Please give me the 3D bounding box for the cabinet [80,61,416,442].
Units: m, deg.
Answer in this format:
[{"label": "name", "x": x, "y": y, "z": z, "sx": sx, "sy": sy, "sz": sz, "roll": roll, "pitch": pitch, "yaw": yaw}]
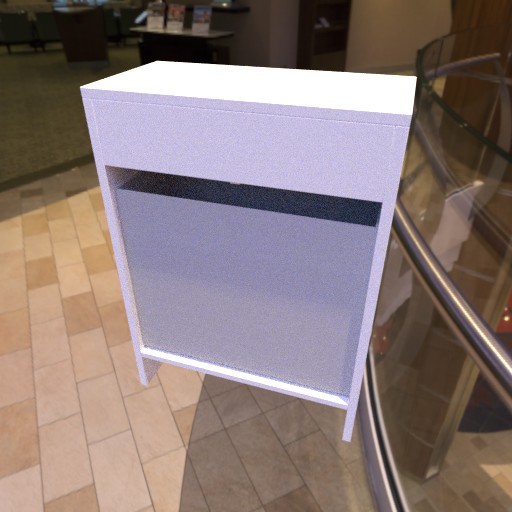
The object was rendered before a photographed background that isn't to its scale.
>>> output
[{"label": "cabinet", "x": 0.000, "y": 0.000, "z": 1.091, "sx": 0.600, "sy": 0.815, "sz": 0.296, "roll": 10, "pitch": 34, "yaw": 15}]
